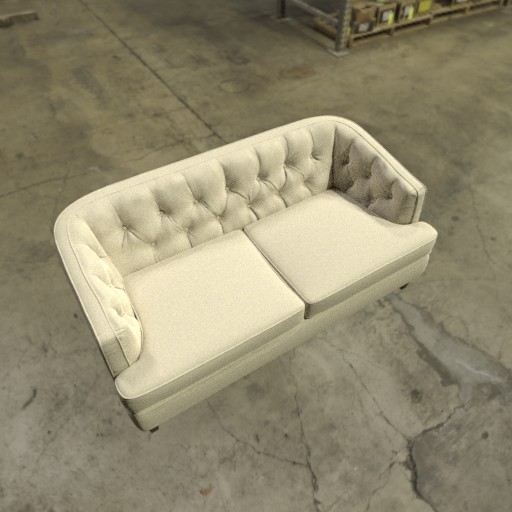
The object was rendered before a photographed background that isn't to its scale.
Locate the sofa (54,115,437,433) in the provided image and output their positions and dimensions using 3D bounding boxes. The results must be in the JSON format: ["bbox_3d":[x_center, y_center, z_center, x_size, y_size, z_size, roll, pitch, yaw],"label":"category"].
[{"bbox_3d":[0.000,0.000,2.298,1.733,0.855,0.941,-25,52,-21],"label":"sofa"}]
